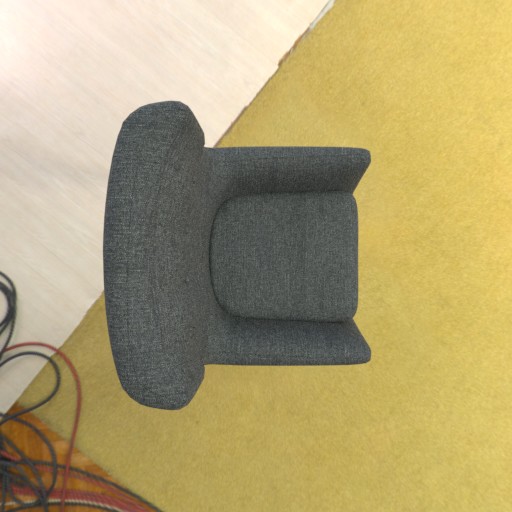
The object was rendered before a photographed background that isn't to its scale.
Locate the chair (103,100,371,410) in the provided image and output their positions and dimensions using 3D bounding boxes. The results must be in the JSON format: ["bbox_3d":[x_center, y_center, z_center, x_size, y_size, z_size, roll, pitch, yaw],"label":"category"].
[{"bbox_3d":[0.000,0.000,1.744,0.904,1.063,0.878,0,90,-1],"label":"chair"}]
